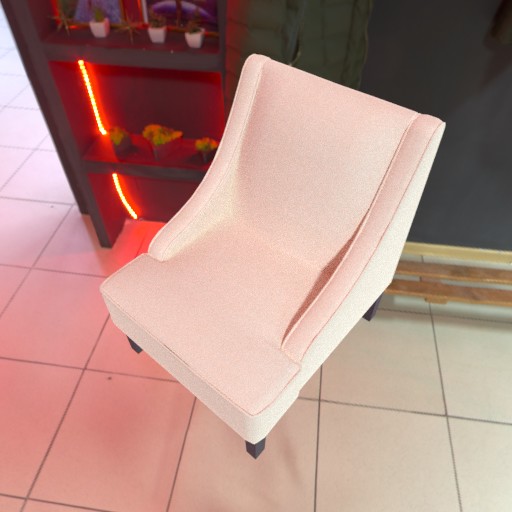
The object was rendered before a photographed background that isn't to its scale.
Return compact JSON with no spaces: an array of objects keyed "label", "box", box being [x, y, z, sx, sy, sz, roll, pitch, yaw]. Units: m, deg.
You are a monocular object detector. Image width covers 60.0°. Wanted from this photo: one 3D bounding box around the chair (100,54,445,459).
[{"label":"chair","box":[0.000,0.000,1.437,0.689,0.886,0.806,32,55,26]}]
